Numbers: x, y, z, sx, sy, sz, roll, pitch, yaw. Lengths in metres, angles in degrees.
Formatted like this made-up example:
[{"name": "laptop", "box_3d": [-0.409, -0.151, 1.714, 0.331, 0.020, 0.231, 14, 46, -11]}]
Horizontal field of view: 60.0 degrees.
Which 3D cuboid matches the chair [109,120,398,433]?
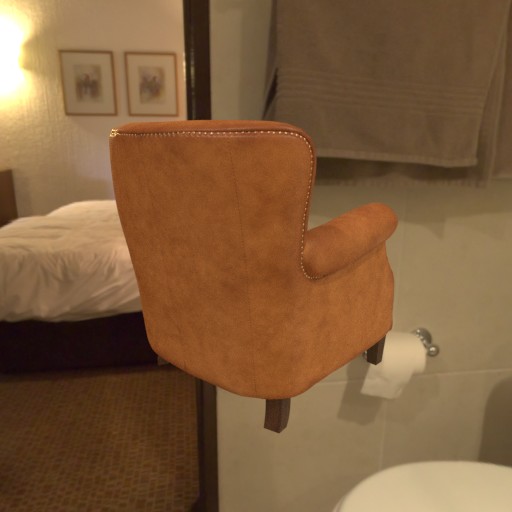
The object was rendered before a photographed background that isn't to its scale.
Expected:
[{"name": "chair", "box_3d": [0.000, 0.000, 1.637, 0.861, 0.936, 0.921, 15, 21, 43]}]
